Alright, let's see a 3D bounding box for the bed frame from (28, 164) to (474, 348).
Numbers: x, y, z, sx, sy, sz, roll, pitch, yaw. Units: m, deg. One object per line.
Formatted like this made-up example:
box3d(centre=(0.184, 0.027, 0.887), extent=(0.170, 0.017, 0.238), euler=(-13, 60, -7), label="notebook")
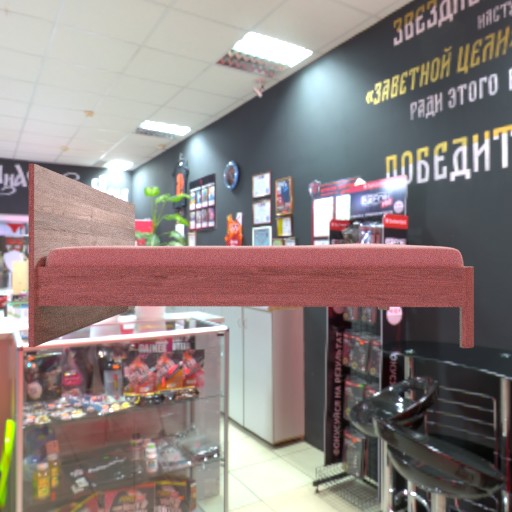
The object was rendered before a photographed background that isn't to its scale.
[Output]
box3d(centre=(0.000, 0.000, 2.655), extent=(1.950, 0.800, 1.490), euler=(0, 0, 1), label="bed frame")
